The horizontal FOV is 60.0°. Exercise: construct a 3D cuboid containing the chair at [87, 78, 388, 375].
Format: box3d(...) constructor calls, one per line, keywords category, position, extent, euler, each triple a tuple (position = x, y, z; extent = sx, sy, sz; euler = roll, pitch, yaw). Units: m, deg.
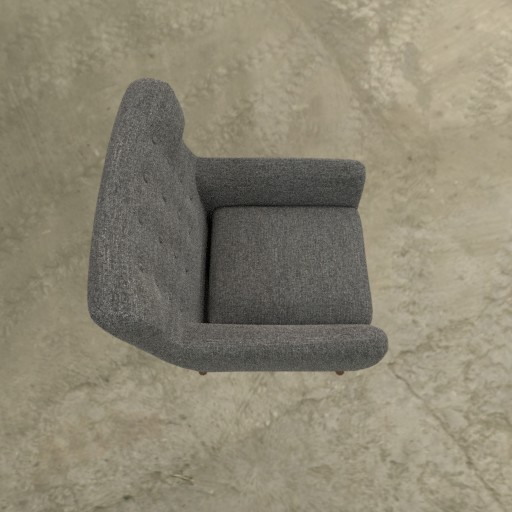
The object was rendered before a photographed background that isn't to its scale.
box3d(category="chair", position=(0.000, 0.000, 1.762), extent=(0.940, 1.039, 0.889), euler=(0, 64, 0))
